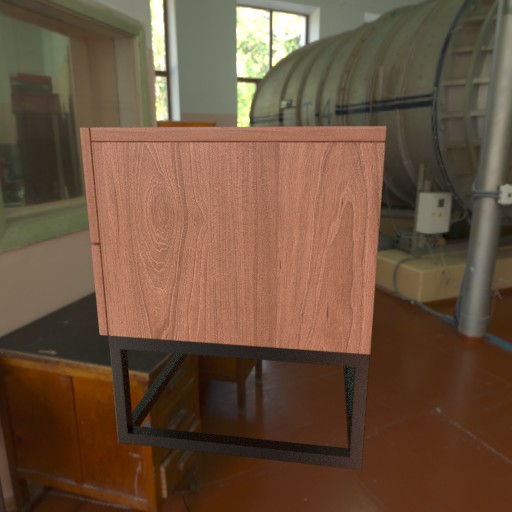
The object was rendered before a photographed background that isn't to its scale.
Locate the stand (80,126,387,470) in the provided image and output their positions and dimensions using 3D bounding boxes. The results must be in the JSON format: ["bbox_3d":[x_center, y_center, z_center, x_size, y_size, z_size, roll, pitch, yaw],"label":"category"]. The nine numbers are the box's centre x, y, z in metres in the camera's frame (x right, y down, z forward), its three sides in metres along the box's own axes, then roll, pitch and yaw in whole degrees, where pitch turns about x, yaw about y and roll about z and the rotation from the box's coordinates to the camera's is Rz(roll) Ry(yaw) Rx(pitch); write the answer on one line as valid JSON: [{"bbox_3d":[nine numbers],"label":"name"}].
[{"bbox_3d":[0.000,0.000,0.923,0.420,0.500,0.600,2,15,9],"label":"stand"}]
